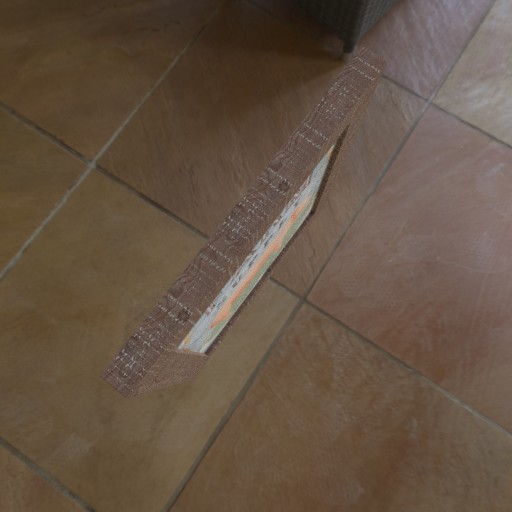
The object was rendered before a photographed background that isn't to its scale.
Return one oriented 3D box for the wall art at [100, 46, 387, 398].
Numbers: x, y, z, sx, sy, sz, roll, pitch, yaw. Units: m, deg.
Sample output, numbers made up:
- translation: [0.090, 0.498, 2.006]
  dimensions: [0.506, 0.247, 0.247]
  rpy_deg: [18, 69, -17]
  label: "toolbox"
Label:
- translation: [0.000, 0.000, 0.798]
  dimensions: [0.040, 0.531, 0.531]
  rpy_deg: [36, 79, 8]
  label: "wall art"
